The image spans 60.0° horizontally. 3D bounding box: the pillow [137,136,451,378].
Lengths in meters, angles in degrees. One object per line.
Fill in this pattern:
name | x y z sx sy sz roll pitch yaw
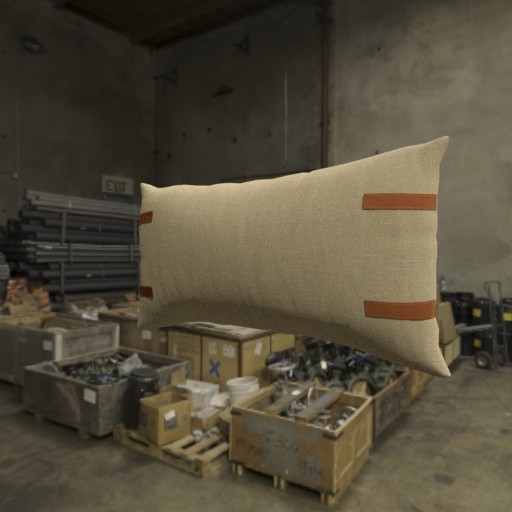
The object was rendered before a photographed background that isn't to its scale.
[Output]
pillow | 0.000 0.000 0.741 0.612 0.308 0.148 0 1 36
